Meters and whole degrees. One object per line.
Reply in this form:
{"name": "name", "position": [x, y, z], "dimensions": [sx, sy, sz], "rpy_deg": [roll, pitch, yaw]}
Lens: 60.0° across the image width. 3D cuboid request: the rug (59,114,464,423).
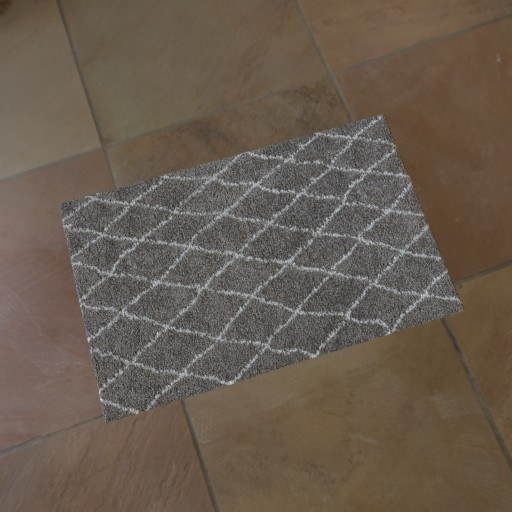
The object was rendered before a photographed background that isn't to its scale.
{"name": "rug", "position": [0.000, 0.000, 3.034], "dimensions": [2.438, 0.030, 1.524], "rpy_deg": [-16, 77, -4]}
